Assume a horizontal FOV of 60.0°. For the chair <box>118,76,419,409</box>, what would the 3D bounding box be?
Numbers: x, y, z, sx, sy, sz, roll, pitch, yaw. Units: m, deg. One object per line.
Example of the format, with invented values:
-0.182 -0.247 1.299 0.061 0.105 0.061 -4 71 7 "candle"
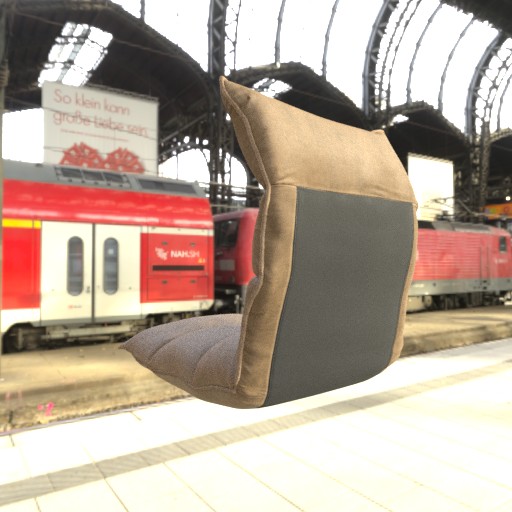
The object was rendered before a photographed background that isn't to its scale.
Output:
0.000 0.000 1.586 0.714 0.892 0.985 1 -1 -36 "chair"
